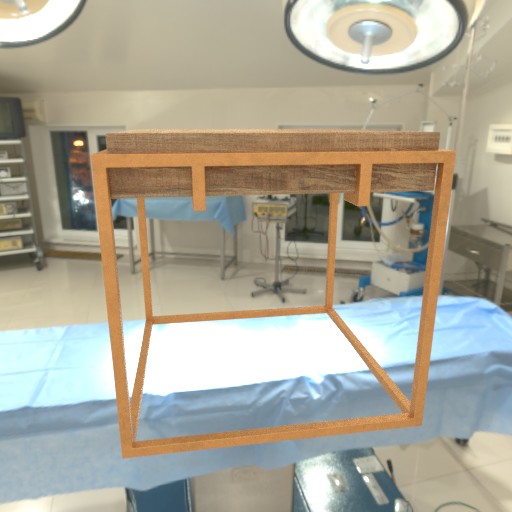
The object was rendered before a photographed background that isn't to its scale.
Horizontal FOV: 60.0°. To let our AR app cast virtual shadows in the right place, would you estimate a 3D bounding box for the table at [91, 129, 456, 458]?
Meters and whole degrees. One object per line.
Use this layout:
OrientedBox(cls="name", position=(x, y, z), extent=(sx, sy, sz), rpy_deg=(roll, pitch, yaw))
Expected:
OrientedBox(cls="table", position=(0.000, 0.000, 1.071), extent=(0.599, 0.584, 0.599), rpy_deg=(-3, 17, -9))
